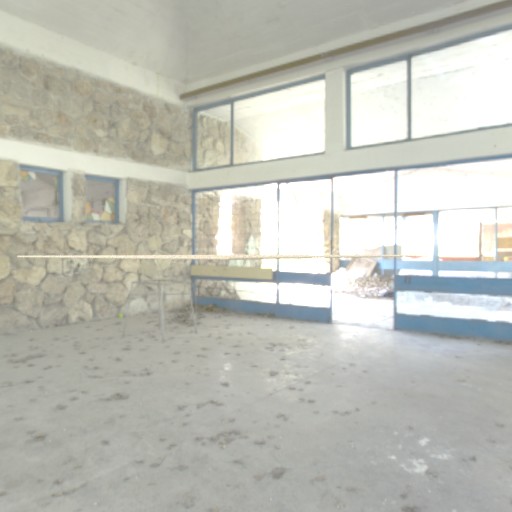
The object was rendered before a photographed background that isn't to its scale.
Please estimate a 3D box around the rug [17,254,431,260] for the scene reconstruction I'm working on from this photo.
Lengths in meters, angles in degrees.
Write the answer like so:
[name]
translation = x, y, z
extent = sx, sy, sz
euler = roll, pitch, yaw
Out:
[rug]
translation = 0.000, 0.000, 2.281
extent = 1.220, 0.007, 1.828
euler = 0, 0, 38
